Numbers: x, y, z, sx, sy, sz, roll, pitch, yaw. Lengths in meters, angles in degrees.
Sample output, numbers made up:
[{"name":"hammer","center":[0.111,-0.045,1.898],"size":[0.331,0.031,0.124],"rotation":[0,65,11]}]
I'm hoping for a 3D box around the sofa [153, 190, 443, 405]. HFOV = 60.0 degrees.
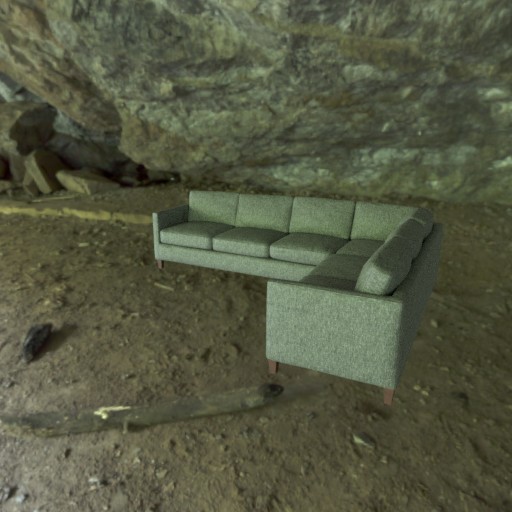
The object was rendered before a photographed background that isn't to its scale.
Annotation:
[{"name":"sofa","center":[0.000,0.000,4.505],"size":[3.302,0.947,2.593],"rotation":[8,18,26]}]
